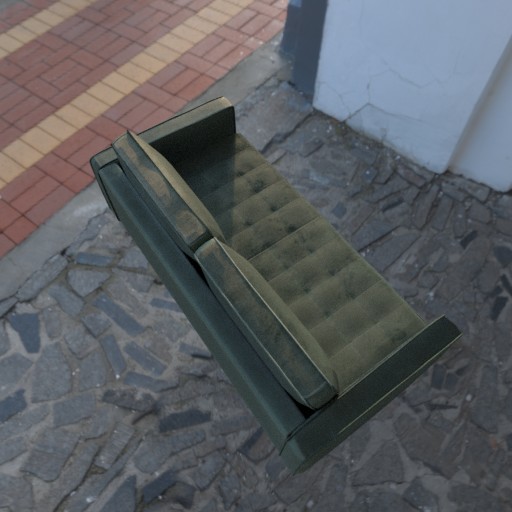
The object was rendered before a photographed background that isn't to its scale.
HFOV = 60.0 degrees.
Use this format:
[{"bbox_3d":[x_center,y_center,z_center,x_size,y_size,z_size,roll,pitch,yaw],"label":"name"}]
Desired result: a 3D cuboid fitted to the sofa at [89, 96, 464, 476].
[{"bbox_3d":[0.000,0.000,2.225,0.886,0.781,1.816,-32,64,-17],"label":"sofa"}]
